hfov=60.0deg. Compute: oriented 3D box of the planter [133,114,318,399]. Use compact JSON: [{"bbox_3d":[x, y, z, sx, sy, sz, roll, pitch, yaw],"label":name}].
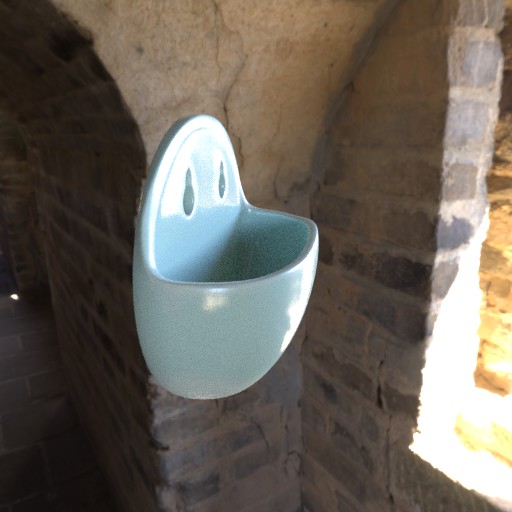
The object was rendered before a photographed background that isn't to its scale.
[{"bbox_3d":[0.000,0.000,0.268,0.073,0.164,0.189,3,16,11],"label":"planter"}]
